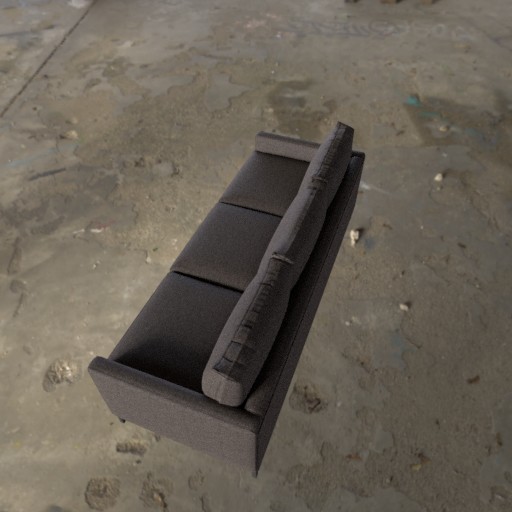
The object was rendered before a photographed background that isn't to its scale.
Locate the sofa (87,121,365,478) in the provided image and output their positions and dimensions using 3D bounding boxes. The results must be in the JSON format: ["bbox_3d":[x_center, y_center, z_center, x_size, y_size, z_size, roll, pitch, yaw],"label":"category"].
[{"bbox_3d":[0.000,0.000,2.779,0.876,0.882,2.253,16,48,15],"label":"sofa"}]
